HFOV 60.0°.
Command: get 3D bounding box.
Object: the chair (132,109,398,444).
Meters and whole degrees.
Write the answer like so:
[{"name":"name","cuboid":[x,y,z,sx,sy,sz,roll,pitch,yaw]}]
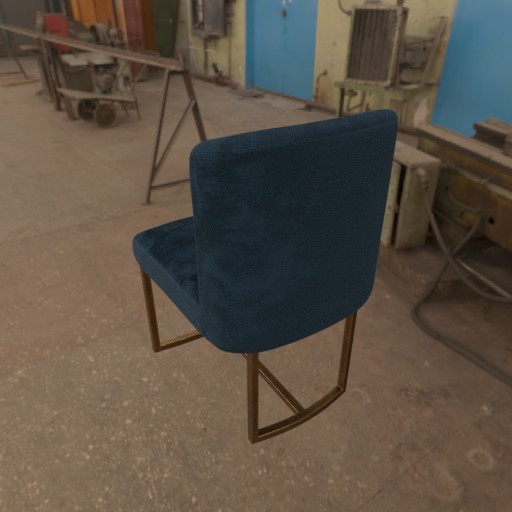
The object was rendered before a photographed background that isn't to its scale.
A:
[{"name":"chair","cuboid":[0.000,0.000,1.213,0.530,0.824,0.560,-18,35,-28]}]
